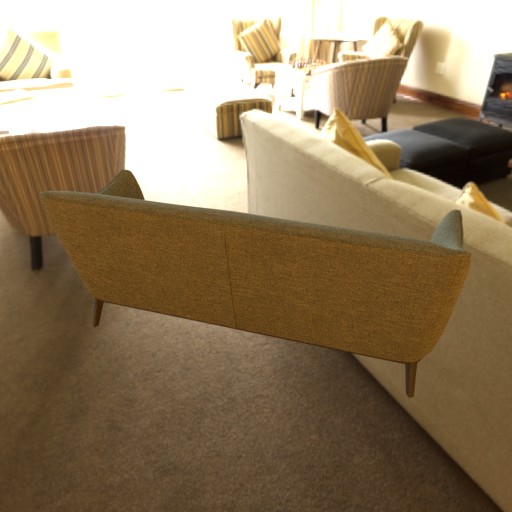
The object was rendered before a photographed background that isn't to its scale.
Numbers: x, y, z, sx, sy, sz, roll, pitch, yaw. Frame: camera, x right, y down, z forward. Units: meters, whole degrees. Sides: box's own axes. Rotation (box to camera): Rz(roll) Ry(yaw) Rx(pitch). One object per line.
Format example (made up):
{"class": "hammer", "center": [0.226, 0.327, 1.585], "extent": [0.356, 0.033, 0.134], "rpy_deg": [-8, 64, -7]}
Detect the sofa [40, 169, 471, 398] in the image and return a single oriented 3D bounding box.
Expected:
{"class": "sofa", "center": [0.000, 0.000, 2.244], "extent": [1.928, 0.829, 0.867], "rpy_deg": [9, 33, 14]}
